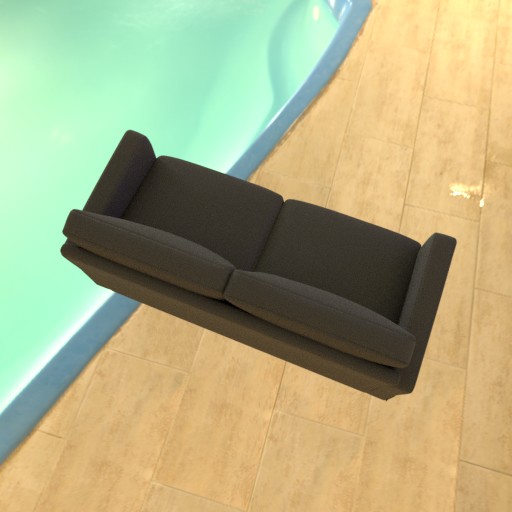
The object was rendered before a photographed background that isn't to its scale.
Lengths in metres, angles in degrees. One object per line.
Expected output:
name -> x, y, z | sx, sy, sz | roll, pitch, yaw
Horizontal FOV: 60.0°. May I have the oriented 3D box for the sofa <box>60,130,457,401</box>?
sofa -> 0.000, 0.000, 2.354 | 1.852, 0.839, 0.898 | 20, 67, 9
